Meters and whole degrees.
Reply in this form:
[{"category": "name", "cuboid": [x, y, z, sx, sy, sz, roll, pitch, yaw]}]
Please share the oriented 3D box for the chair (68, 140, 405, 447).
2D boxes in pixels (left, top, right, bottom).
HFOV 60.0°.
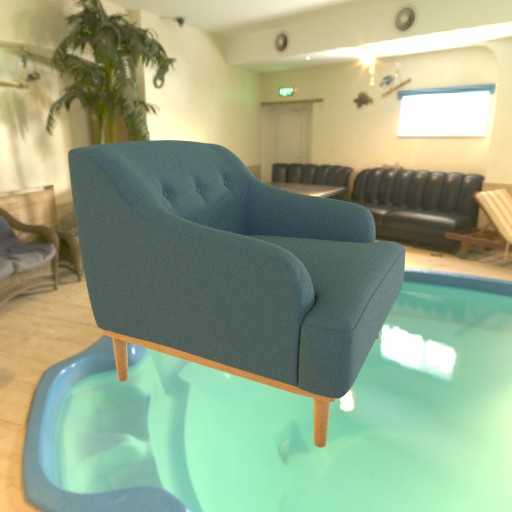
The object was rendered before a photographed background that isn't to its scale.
[{"category": "chair", "cuboid": [0.000, 0.000, 1.628, 0.951, 0.818, 0.946, 7, 17, 25]}]
